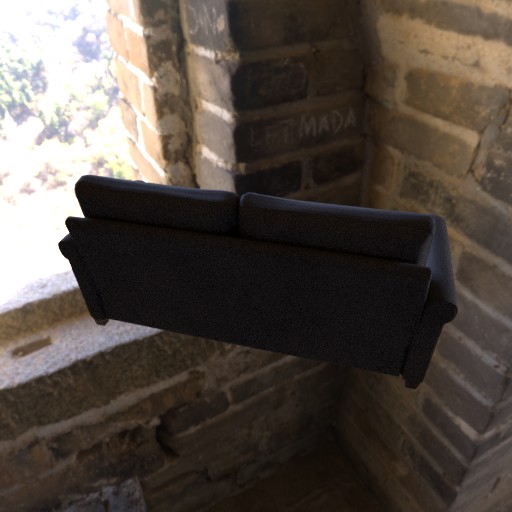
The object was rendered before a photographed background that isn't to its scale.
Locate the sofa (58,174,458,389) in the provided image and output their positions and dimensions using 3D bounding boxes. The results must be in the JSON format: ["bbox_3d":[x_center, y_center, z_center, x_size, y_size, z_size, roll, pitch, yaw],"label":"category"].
[{"bbox_3d":[0.000,0.000,2.377,1.935,0.942,0.842,9,33,13],"label":"sofa"}]
